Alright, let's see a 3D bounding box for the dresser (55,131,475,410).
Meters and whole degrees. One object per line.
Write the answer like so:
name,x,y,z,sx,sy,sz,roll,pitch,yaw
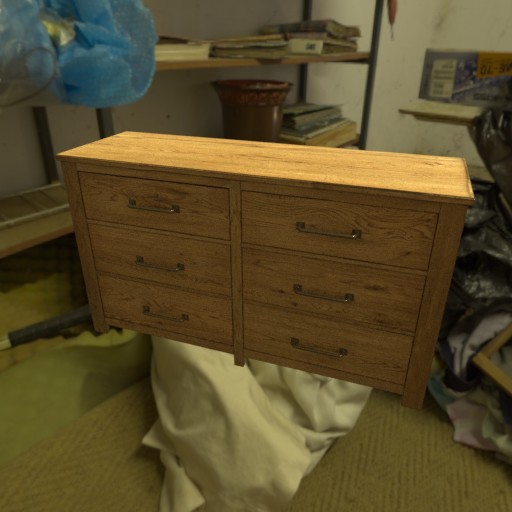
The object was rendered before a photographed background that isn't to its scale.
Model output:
dresser,0.000,0.000,2.074,1.657,0.932,0.563,9,28,17
